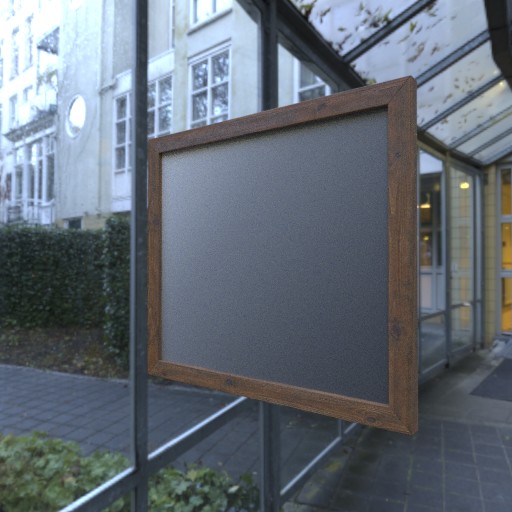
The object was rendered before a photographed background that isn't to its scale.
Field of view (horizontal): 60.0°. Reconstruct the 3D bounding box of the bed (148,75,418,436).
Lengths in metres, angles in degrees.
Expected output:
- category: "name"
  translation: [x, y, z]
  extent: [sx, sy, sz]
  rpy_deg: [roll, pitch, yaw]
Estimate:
- category: "bed"
  translation: [0.000, 0.000, 1.484]
  extent: [1.046, 0.942, 0.046]
  rpy_deg: [0, -1, 36]
